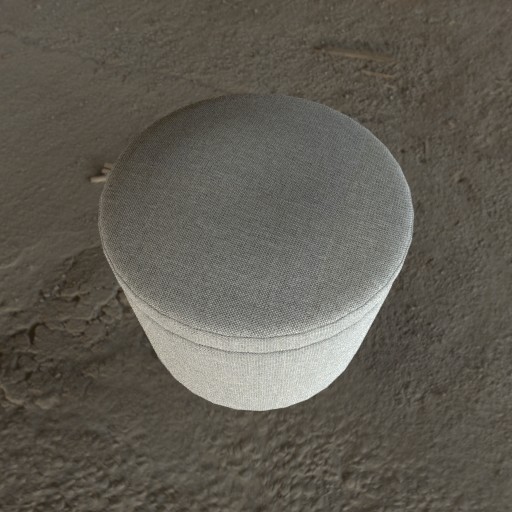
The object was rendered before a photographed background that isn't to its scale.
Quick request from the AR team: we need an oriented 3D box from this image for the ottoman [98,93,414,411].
[{"bbox_3d":[0.000,0.000,0.864,0.500,0.419,0.500,0,57,0],"label":"ottoman"}]
